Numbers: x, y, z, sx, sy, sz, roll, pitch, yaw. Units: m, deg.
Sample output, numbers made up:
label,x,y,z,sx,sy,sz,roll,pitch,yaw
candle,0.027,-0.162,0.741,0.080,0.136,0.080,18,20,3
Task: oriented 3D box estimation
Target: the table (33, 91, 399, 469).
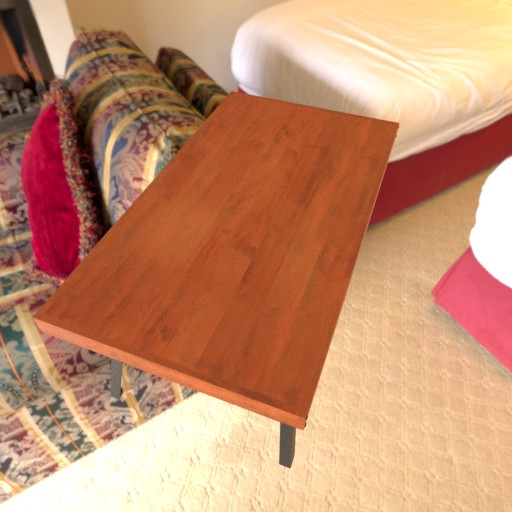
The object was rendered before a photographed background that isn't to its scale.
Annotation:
label,x,y,z,sx,sy,sz,roll,pitch,yaw
table,0.000,0.000,1.373,0.610,0.457,1.067,16,49,14
